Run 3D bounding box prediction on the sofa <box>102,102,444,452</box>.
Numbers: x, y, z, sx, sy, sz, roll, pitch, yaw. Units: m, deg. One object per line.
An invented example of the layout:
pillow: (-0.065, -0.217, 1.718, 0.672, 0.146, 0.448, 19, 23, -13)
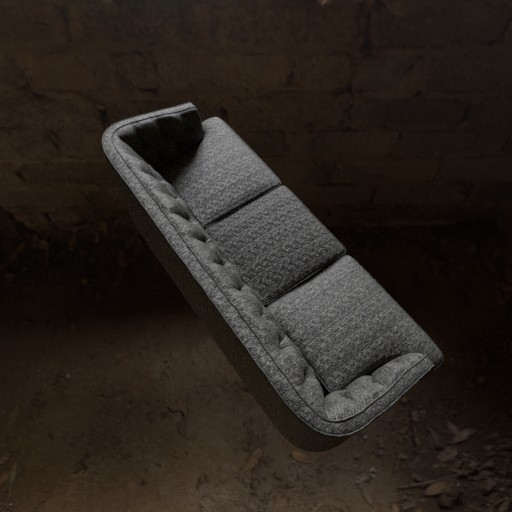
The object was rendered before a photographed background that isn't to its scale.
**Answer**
sofa: (0.000, 0.000, 2.731, 0.941, 0.855, 2.278, -32, 65, -17)
